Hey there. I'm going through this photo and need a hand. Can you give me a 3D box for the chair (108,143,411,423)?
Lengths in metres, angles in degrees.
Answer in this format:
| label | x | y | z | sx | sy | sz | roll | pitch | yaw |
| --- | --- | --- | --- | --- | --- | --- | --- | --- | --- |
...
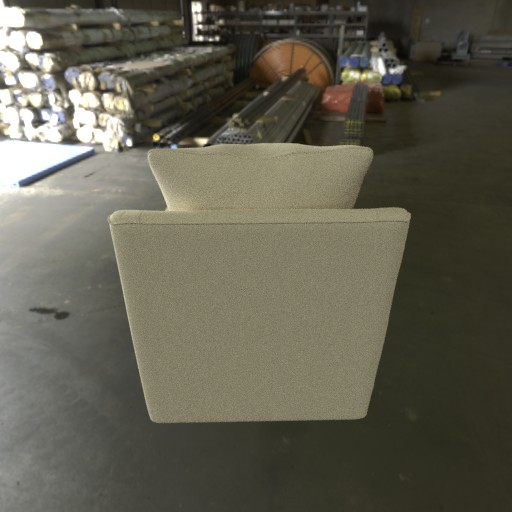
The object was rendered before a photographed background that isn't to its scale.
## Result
| label | x | y | z | sx | sy | sz | roll | pitch | yaw |
| --- | --- | --- | --- | --- | --- | --- | --- | --- | --- |
| chair | 0.000 | 0.000 | 1.601 | 0.756 | 0.965 | 0.876 | -1 | 29 | -1 |
